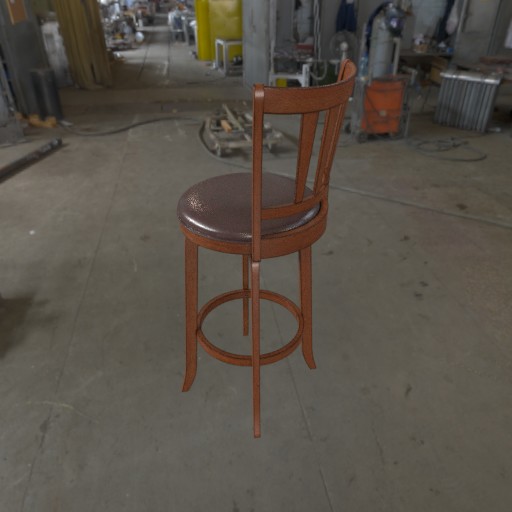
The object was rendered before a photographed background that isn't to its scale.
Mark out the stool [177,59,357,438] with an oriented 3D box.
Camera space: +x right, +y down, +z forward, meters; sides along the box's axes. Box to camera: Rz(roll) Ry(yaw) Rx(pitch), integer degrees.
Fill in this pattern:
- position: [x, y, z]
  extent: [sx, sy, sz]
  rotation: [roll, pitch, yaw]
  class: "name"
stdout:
- position: [0.000, 0.000, 1.465]
  extent: [0.503, 1.177, 0.464]
  rotation: [21, 37, 30]
  class: "stool"
